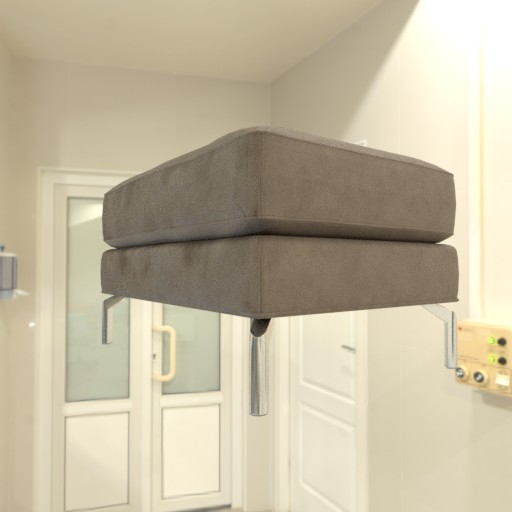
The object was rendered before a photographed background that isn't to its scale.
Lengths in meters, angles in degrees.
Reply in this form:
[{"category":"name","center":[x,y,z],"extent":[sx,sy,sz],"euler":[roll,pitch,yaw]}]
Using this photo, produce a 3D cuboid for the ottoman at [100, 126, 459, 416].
[{"category":"ottoman","center":[0.000,0.000,1.038],"extent":[0.520,0.456,0.719],"euler":[1,-2,-36]}]
